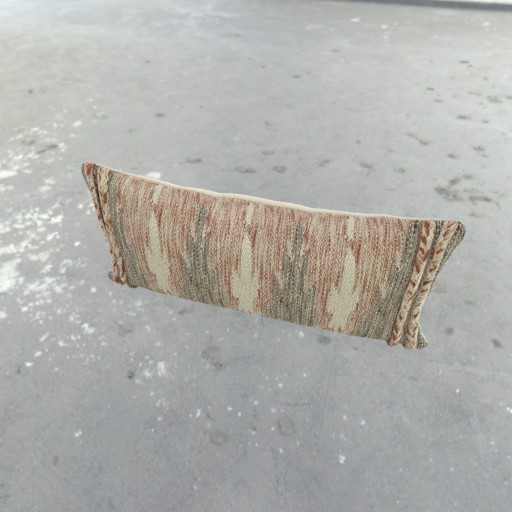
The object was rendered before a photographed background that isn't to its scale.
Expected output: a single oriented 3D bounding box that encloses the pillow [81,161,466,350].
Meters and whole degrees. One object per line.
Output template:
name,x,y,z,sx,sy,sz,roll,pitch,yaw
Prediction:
pillow,0.000,0.000,0.769,0.635,0.282,0.139,11,42,12
